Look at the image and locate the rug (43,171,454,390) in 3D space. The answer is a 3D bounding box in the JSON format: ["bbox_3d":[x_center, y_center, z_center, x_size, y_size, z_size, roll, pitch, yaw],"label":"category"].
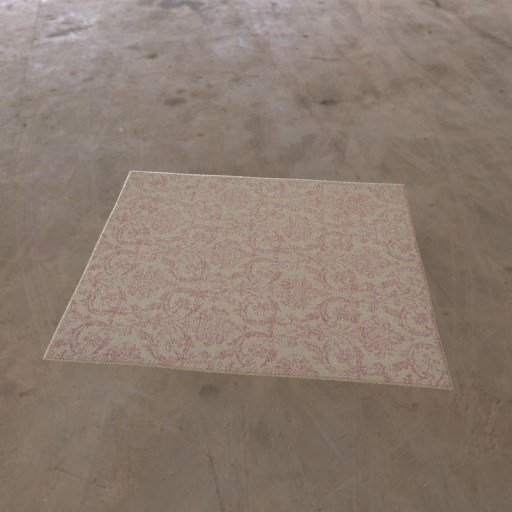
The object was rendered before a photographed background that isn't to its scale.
[{"bbox_3d":[0.000,0.000,4.008,2.980,0.012,2.363,3,47,3],"label":"rug"}]
